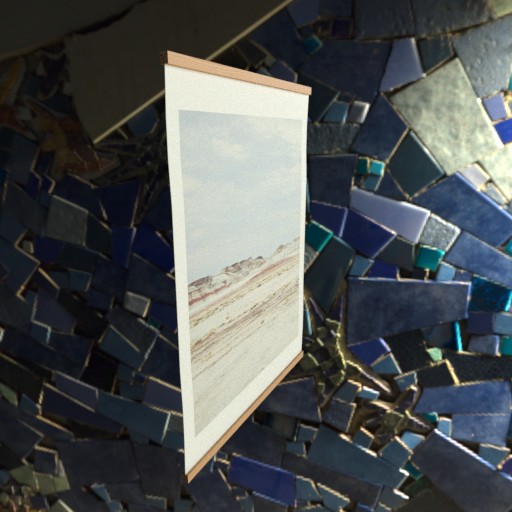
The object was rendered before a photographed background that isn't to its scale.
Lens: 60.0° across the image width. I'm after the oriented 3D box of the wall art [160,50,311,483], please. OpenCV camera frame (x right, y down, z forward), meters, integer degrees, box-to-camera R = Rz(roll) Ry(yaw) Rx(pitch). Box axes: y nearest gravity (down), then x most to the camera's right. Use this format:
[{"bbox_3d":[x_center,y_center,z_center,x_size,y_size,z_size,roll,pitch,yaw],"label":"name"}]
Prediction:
[{"bbox_3d":[0.000,0.000,0.792,0.011,0.605,0.458,8,17,27],"label":"wall art"}]
